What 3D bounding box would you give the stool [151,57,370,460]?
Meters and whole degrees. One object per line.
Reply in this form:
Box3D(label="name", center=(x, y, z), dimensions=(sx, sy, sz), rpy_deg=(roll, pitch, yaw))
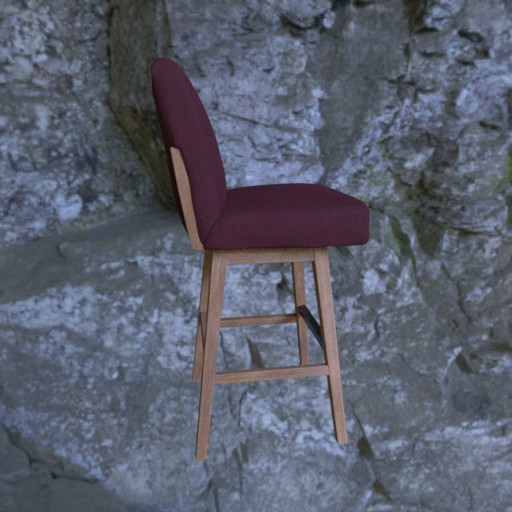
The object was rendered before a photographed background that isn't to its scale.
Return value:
Box3D(label="stool", center=(0.000, 0.000, 1.387), dimensions=(0.562, 1.093, 0.468), rpy_deg=(-2, 16, -9))
